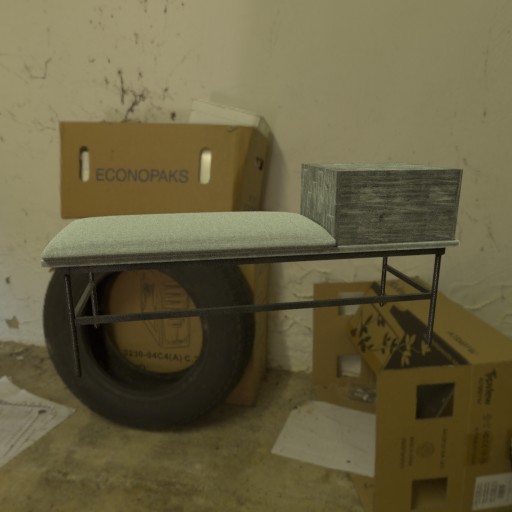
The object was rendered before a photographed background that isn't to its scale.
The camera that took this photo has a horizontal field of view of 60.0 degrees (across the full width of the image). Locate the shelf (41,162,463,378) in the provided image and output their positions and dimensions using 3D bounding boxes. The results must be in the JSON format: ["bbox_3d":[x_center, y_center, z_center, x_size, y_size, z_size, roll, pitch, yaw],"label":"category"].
[{"bbox_3d":[0.000,0.000,1.618,1.342,0.633,0.457,-3,16,-10],"label":"shelf"}]
